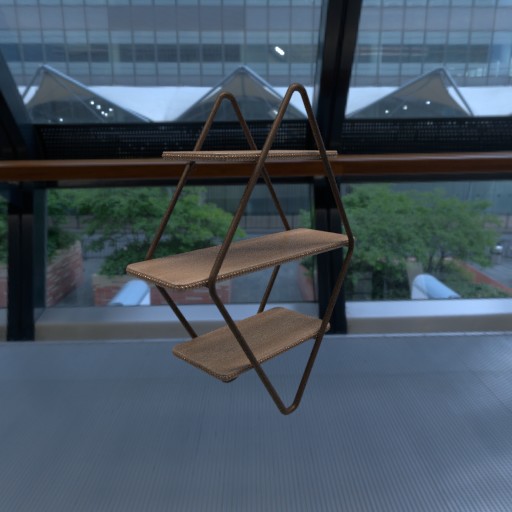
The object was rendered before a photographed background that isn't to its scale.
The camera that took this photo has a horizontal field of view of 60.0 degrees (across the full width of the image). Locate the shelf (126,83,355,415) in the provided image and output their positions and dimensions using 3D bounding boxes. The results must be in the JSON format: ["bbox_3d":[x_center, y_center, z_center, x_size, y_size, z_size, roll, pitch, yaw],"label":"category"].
[{"bbox_3d":[0.000,0.000,1.080,0.234,0.774,0.609,13,19,42],"label":"shelf"}]
